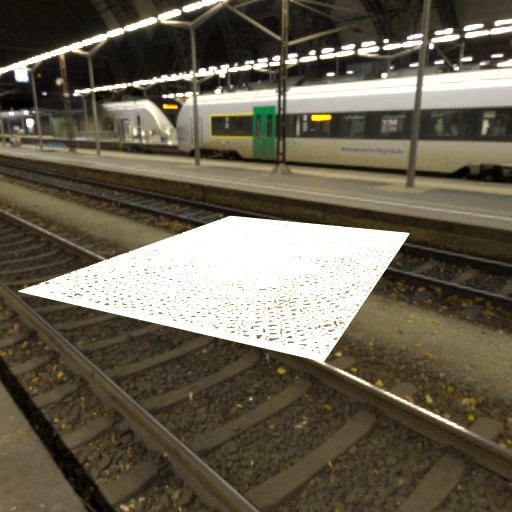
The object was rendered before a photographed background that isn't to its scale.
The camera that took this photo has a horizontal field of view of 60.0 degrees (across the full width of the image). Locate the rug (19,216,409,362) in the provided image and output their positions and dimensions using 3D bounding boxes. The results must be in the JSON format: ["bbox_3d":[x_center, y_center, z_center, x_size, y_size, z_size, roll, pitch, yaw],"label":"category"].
[{"bbox_3d":[0.000,0.000,2.119,1.190,0.003,1.634,8,18,25],"label":"rug"}]
